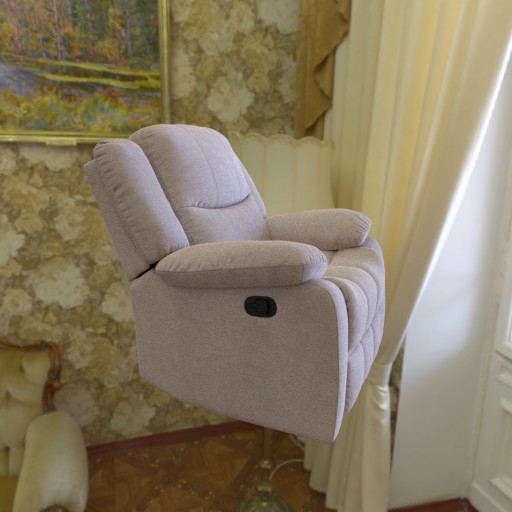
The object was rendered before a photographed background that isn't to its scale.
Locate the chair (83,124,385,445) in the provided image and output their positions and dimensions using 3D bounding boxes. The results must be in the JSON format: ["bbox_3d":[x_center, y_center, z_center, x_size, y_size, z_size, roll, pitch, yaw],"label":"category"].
[{"bbox_3d":[0.000,0.000,1.750,0.944,1.008,0.899,7,15,25],"label":"chair"}]
